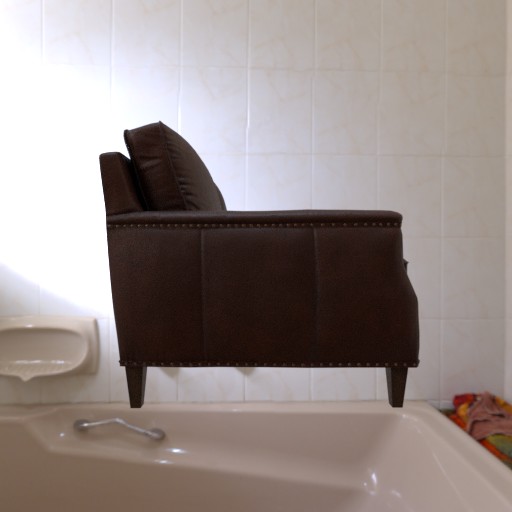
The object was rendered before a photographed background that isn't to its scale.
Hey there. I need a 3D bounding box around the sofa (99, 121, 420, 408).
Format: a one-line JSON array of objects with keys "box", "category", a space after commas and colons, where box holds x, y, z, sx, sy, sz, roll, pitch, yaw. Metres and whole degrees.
[{"box": [0.000, 0.000, 2.224, 1.083, 1.003, 1.628, 0, 1, 0], "category": "sofa"}]
